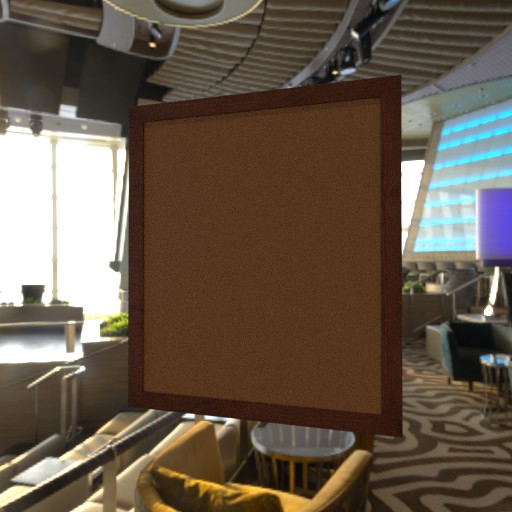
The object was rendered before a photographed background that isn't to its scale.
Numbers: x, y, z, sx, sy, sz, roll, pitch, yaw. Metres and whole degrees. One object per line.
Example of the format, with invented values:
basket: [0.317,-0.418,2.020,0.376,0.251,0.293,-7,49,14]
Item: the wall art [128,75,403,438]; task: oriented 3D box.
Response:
wall art: [0.000,0.000,0.528,0.330,0.381,0.030,0,-1,17]
